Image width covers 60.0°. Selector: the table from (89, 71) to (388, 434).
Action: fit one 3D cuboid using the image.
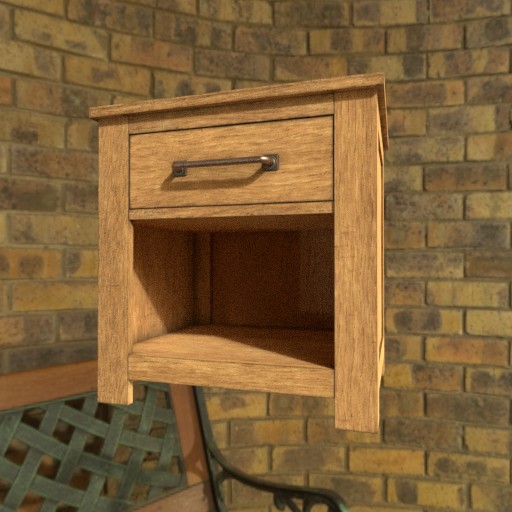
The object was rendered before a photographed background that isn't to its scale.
[{"bbox_3d":[0.000,0.000,1.058,0.601,0.625,0.494,0,-1,17],"label":"table"}]
